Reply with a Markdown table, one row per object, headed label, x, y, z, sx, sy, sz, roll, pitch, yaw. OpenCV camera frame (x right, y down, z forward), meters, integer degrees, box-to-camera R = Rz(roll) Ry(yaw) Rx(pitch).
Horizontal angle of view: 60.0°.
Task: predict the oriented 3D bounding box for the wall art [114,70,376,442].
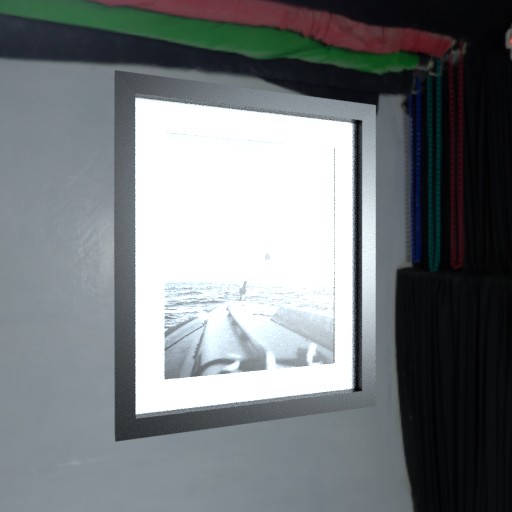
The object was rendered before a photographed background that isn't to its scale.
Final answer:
| label | x | y | z | sx | sy | sz | roll | pitch | yaw |
| --- | --- | --- | --- | --- | --- | --- | --- | --- | --- |
| wall art | 0.000 | 0.000 | 0.758 | 0.461 | 0.558 | 0.031 | 0 | 0 | -20 |
